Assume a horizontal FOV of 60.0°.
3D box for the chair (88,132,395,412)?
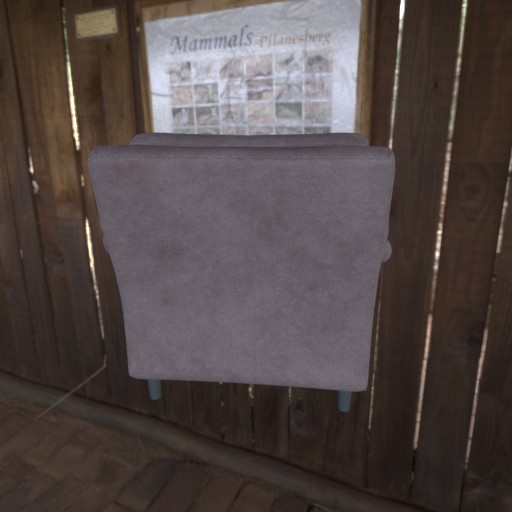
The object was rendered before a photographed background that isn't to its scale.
[{"bbox_3d":[0.000,0.000,1.855,0.955,0.997,1.070,2,16,6],"label":"chair"}]
